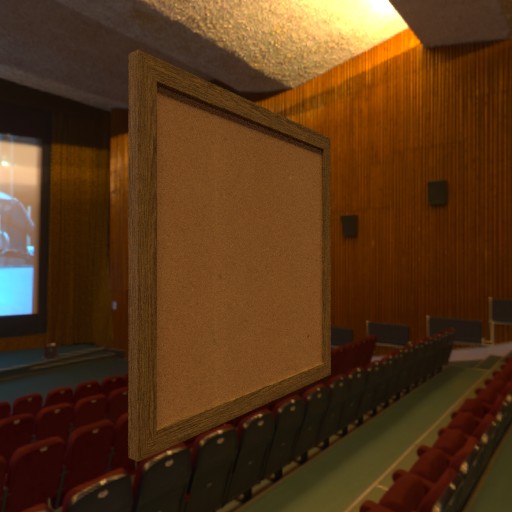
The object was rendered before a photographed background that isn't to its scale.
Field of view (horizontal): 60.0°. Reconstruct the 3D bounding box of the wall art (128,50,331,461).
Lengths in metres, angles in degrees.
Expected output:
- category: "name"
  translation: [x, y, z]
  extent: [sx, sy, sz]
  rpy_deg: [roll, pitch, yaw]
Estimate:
- category: "wall art"
  translation: [0.000, 0.000, 0.755]
  extent: [0.019, 0.508, 0.508]
  rpy_deg: [0, 0, 37]
